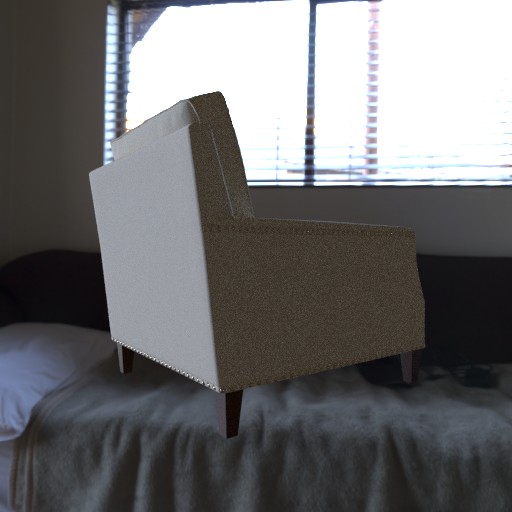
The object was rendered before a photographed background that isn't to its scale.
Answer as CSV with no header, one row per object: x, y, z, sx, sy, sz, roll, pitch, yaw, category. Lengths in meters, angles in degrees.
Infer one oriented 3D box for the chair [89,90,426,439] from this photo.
0.000,0.000,1.706,1.014,0.943,0.853,-1,1,-36,chair
